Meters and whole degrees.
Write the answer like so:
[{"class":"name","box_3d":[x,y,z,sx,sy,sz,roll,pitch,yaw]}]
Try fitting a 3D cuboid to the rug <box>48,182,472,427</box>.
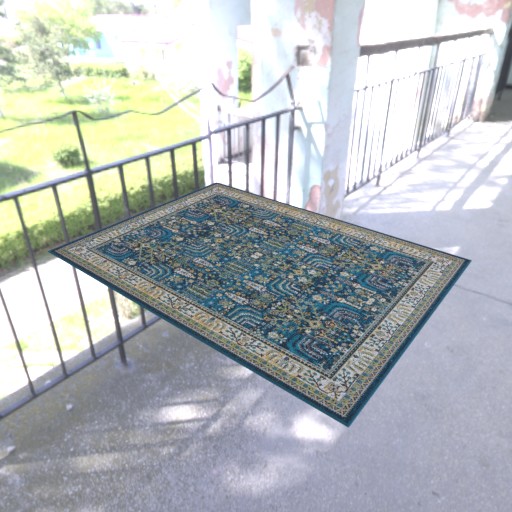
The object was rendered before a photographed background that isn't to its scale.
[{"class":"rug","box_3d":[0.000,0.000,3.935,3.044,0.015,2.226,22,37,33]}]
